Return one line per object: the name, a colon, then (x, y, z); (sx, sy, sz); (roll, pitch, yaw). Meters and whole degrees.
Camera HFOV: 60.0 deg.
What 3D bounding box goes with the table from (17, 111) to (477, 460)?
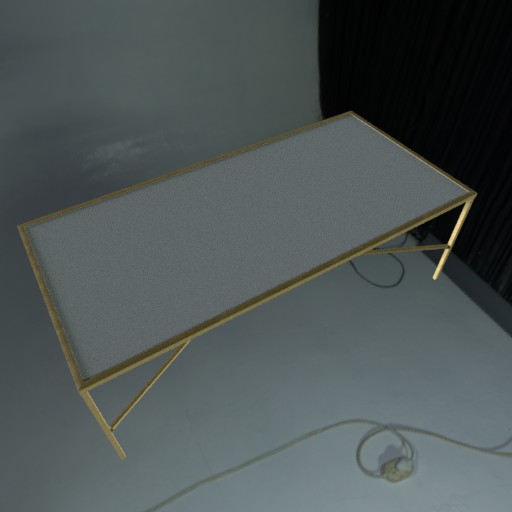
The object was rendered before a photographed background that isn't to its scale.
table: (0.000, 0.000, 1.427); (1.206, 0.398, 0.580); (-24, 51, -21)
